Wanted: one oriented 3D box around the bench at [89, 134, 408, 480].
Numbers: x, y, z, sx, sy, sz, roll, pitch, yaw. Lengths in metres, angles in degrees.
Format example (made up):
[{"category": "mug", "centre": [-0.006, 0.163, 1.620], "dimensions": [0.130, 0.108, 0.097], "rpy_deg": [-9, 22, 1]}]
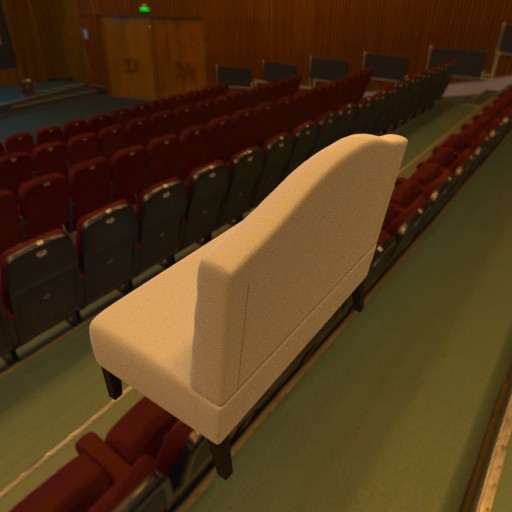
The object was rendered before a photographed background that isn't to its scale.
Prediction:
[{"category": "bench", "centre": [0.000, 0.000, 2.016], "dimensions": [0.815, 1.180, 1.335], "rpy_deg": [21, 38, 29]}]
